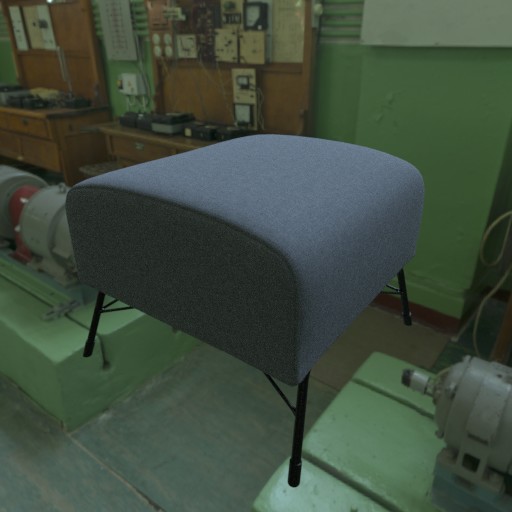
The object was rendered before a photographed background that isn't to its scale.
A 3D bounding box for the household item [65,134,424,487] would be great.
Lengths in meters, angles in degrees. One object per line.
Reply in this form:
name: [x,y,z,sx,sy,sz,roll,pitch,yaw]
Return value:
household item: [0.000,0.000,0.900,0.530,0.410,0.530,18,31,32]
